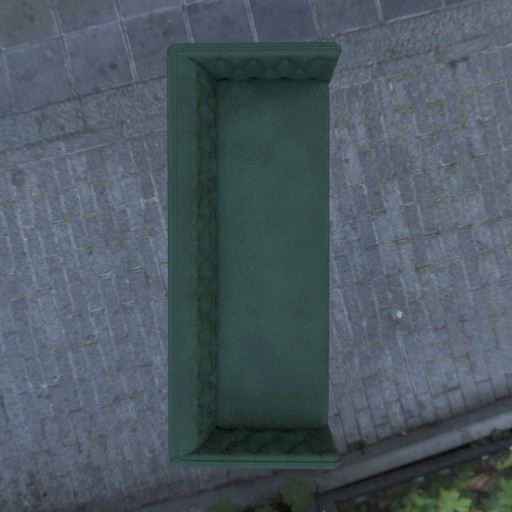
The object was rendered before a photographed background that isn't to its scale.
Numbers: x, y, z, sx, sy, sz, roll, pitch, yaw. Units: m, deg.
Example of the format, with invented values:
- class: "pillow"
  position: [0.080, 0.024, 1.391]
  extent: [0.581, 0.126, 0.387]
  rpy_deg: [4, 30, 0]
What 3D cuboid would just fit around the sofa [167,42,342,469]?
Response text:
- class: "sofa"
  position: [0.000, 0.000, 2.613]
  extent: [0.895, 0.771, 2.209]
  rpy_deg: [0, 91, 1]
